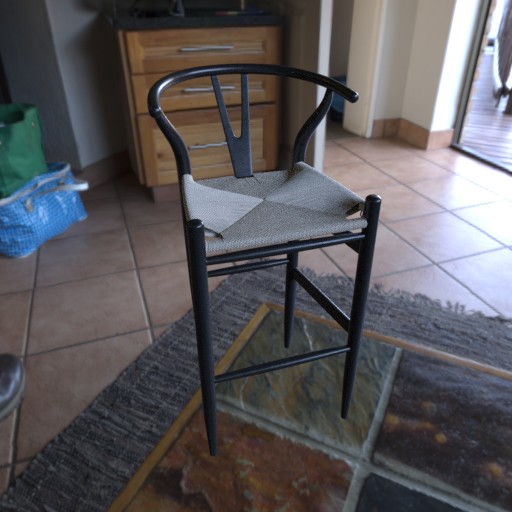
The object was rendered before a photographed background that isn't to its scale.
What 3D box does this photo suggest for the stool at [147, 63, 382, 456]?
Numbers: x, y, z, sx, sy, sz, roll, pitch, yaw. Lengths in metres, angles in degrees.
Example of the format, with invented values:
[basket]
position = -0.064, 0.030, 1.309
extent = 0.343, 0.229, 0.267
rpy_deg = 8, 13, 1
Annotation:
[stool]
position = 0.000, 0.000, 1.422
extent = 0.569, 1.072, 0.579
rpy_deg = -9, 32, -15
